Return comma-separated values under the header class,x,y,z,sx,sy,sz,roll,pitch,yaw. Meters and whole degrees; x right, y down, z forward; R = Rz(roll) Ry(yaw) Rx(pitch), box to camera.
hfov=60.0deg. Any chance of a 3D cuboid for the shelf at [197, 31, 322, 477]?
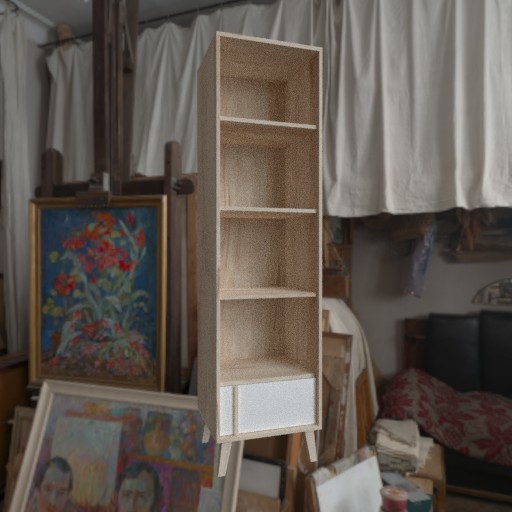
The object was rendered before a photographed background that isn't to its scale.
class,x,y,z,sx,sy,sz,roll,pitch,yaw
shelf,0.000,0.000,2.226,0.510,1.960,0.450,0,1,-18
